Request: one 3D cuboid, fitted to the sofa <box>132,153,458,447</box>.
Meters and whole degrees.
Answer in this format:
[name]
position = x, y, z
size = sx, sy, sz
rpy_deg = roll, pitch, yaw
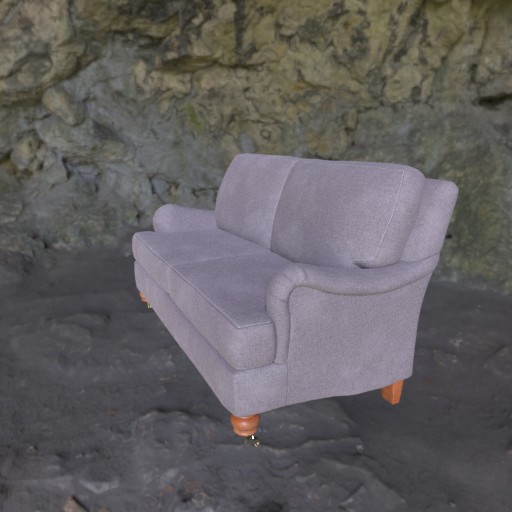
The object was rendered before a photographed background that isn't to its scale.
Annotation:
[sofa]
position = 0.000, 0.000, 2.545
size = 1.084, 1.101, 1.853
rpy_deg = -7, 17, -26
